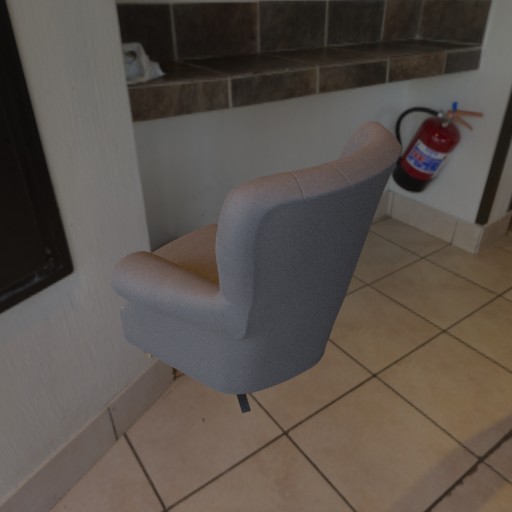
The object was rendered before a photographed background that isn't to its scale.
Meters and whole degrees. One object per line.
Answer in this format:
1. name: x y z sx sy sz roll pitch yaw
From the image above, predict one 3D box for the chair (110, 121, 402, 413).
1. chair: 0.000 0.000 1.828 0.983 1.046 0.983 20 36 30
